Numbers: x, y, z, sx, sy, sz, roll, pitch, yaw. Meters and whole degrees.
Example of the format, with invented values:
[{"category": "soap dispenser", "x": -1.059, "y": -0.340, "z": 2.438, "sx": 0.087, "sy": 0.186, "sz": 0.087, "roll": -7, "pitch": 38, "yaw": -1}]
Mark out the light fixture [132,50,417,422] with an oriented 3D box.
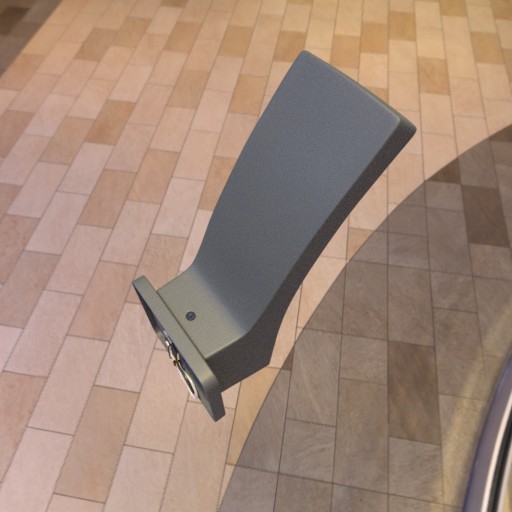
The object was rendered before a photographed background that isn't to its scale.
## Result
[{"category": "light fixture", "x": 0.000, "y": 0.000, "z": 0.329, "sx": 0.174, "sy": 0.243, "sz": 0.108, "roll": -32, "pitch": 62, "yaw": -19}]
